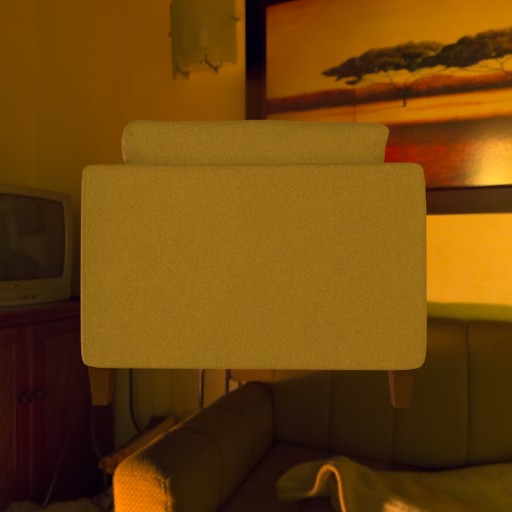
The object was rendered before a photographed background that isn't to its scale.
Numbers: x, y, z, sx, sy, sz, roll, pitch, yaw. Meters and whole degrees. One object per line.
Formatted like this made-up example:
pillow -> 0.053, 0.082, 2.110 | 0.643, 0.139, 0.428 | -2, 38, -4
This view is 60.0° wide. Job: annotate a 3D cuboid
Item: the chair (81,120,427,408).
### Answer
chair -> 0.000, 0.000, 1.839 | 1.107, 0.961, 0.959 | 0, -1, 2
